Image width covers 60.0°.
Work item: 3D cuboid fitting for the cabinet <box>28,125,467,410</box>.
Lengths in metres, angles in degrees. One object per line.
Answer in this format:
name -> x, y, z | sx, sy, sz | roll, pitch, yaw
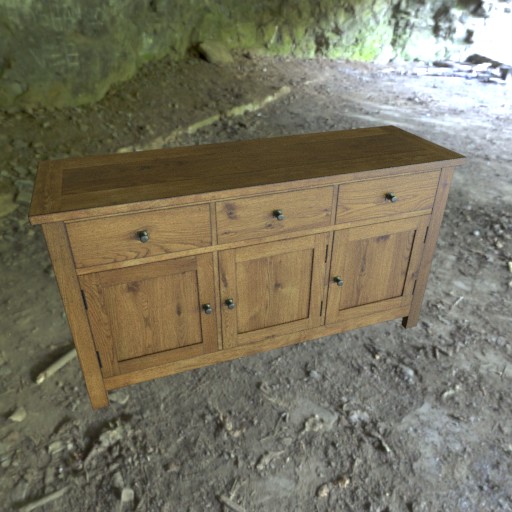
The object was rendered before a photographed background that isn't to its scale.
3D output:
cabinet -> 0.000, 0.000, 1.806 | 1.474, 0.813, 0.480 | -10, 33, -17
